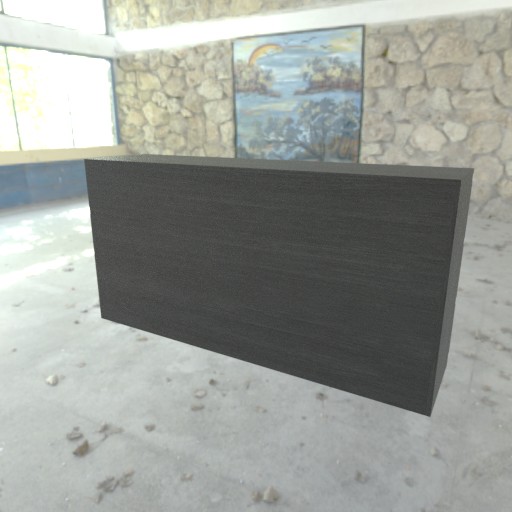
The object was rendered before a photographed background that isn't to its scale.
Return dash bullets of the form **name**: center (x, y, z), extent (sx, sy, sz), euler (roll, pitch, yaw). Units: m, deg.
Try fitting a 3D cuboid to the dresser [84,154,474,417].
- **dresser**: center (0.000, 0.000, 1.929), extent (1.590, 0.795, 0.400), euler (9, 19, 29)
